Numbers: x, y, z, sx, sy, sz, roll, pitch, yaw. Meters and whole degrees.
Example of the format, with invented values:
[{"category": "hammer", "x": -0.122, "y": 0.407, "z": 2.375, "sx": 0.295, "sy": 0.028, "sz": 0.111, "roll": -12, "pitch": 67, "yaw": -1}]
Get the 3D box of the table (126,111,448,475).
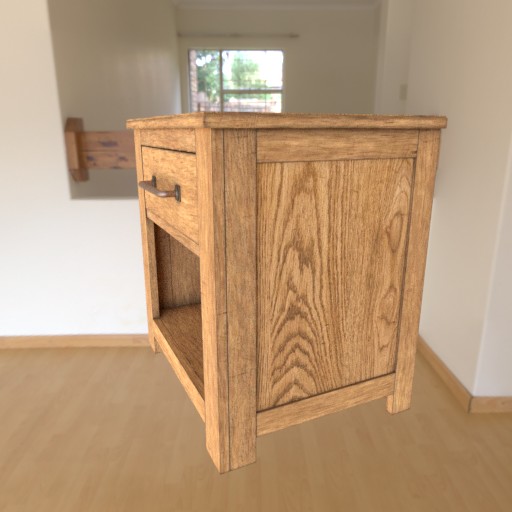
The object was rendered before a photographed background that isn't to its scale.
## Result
[{"category": "table", "x": 0.000, "y": 0.000, "z": 1.052, "sx": 0.494, "sy": 0.625, "sz": 0.601, "roll": -7, "pitch": 17, "yaw": -25}]
